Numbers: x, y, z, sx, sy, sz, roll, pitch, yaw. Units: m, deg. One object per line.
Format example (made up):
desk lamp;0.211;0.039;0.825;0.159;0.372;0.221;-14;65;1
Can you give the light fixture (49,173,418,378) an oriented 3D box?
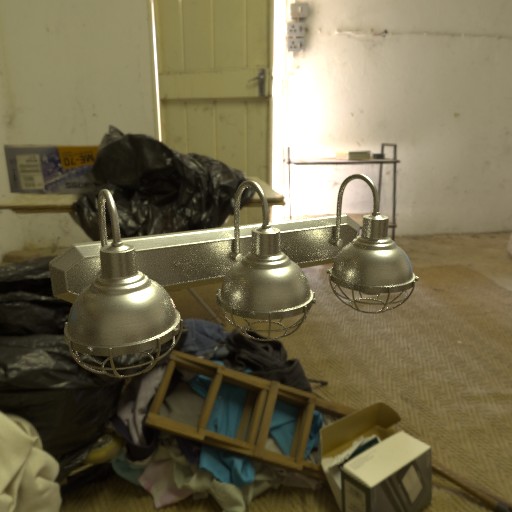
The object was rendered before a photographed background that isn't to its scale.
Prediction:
light fixture;0.000;0.000;0.761;0.634;0.254;0.229;-9;18;-27
